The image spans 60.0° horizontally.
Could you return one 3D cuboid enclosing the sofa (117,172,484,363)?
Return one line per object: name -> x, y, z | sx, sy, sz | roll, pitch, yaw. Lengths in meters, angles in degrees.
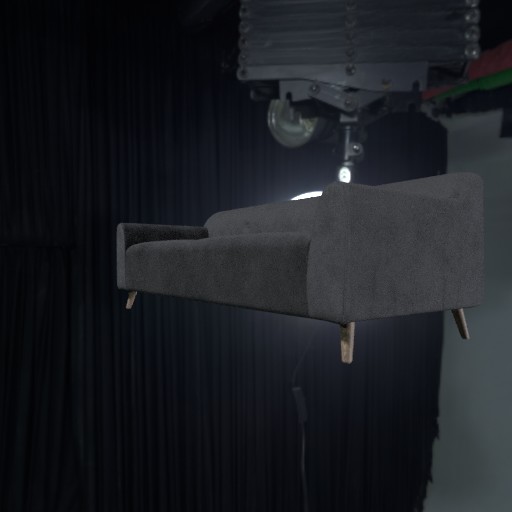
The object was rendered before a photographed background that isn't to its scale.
sofa -> 0.000, 0.000, 2.561 | 0.900, 0.740, 2.190 | 0, -1, -36
